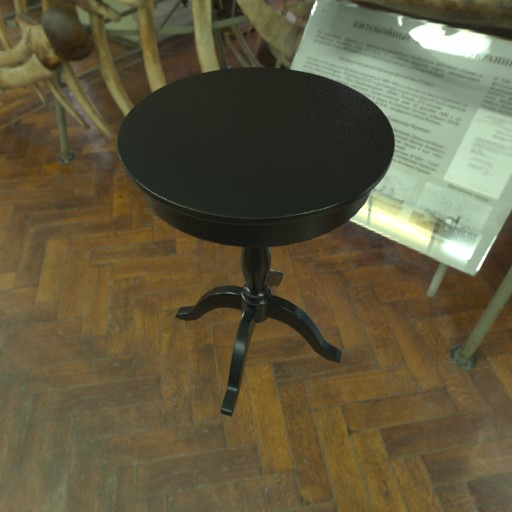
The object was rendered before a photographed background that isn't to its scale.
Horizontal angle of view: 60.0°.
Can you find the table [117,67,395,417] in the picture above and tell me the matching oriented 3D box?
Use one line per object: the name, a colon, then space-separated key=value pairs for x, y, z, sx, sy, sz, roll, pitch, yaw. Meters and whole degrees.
table: x=0.000 y=0.000 z=1.017 sx=0.481 sy=0.665 sz=0.481 roll=0 pitch=47 yaw=0
